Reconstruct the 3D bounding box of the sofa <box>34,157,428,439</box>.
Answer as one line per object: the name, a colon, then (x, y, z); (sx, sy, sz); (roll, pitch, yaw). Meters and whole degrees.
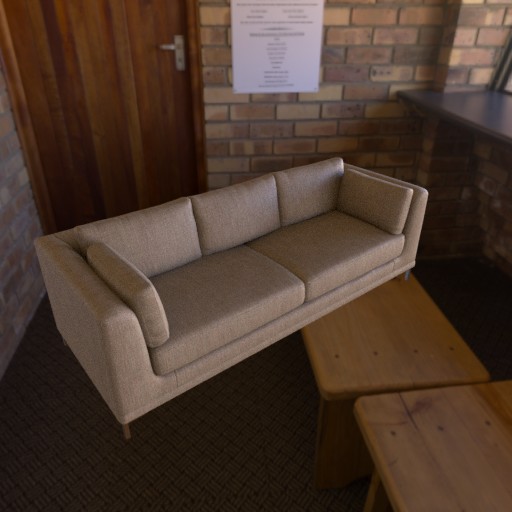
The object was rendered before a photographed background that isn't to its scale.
sofa: (0.000, 0.000, 2.953); (2.415, 0.867, 0.969); (-21, 36, -33)
